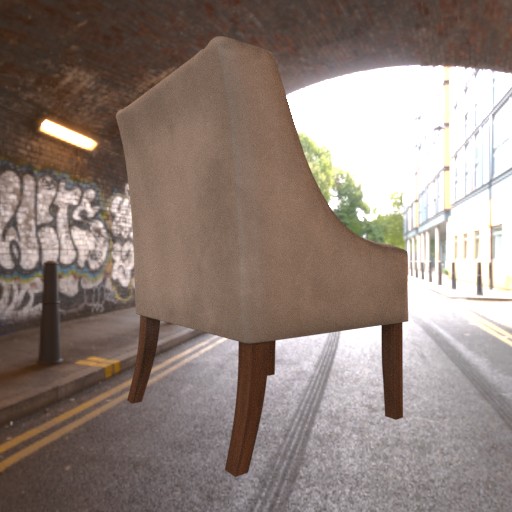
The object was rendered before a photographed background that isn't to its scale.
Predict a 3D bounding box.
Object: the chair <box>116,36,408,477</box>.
[{"bbox_3d":[0.000,0.000,1.297,0.629,0.895,0.629,0,0,-37],"label":"chair"}]
